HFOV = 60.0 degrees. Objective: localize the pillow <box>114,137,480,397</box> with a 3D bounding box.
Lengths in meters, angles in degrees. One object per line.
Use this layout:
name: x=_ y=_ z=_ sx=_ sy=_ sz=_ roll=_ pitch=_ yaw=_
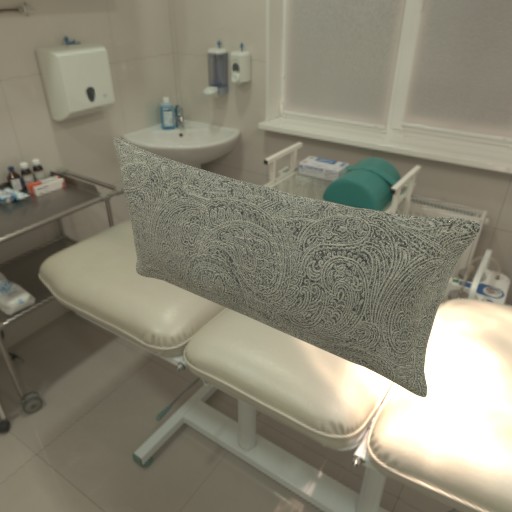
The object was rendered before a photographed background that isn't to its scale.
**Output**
pillow: x=0.000 y=0.000 z=0.727 sx=0.615 sy=0.295 sz=0.151 roll=19 pitch=36 yaw=28
